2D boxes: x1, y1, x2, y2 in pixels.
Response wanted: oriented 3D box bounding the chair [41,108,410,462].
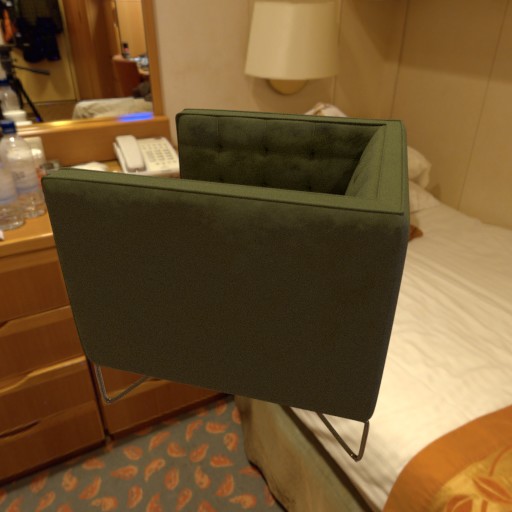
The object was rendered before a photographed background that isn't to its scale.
[{"bbox_3d":[0.000,0.000,1.517,0.894,0.790,0.880,8,30,14],"label":"chair"}]
